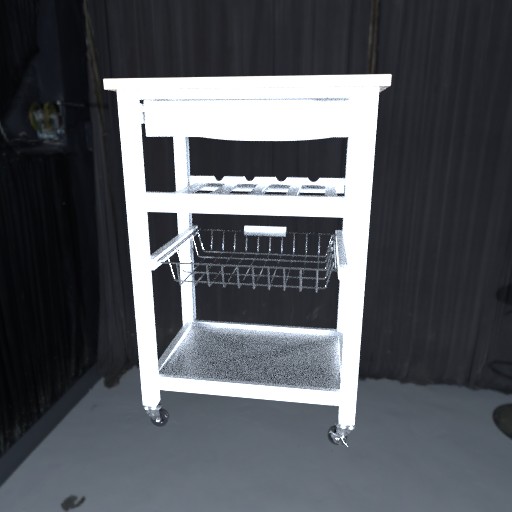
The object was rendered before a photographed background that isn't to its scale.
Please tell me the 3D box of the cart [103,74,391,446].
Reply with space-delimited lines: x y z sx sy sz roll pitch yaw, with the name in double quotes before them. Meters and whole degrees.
"cart" 0.000 0.000 1.189 0.578 0.857 0.406 2 17 8
